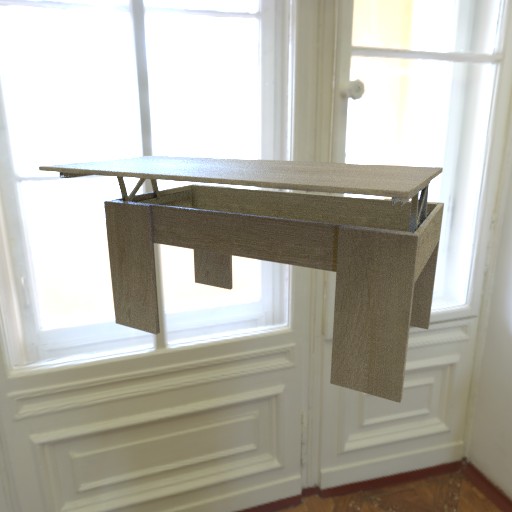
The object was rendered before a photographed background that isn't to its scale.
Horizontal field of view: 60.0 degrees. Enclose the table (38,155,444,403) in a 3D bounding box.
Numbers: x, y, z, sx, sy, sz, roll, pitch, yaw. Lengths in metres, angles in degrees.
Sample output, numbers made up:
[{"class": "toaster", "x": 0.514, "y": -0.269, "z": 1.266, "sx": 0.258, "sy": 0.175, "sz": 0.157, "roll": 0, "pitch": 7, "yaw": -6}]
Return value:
[{"class": "table", "x": 0.000, "y": 0.000, "z": 1.393, "sx": 1.000, "sy": 0.570, "sz": 0.711, "roll": 9, "pitch": 19, "yaw": 27}]
